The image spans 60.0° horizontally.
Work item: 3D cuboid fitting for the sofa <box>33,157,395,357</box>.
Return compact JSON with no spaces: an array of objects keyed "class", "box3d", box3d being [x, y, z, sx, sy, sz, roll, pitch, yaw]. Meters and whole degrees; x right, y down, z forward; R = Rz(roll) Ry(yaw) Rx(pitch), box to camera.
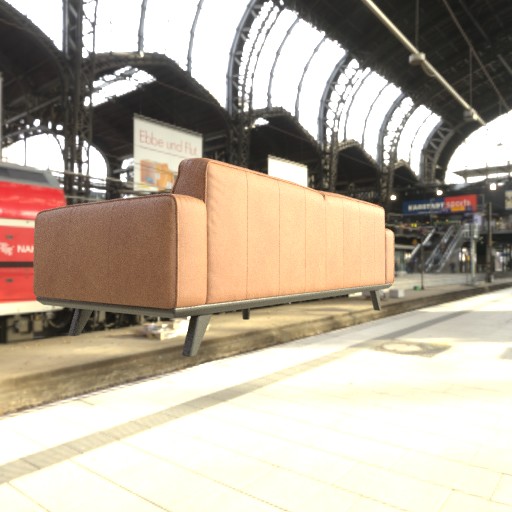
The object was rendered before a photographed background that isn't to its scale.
[{"class":"sofa","box3d":[0.000,0.000,2.690,0.953,0.780,2.270,-1,-1,36]}]
